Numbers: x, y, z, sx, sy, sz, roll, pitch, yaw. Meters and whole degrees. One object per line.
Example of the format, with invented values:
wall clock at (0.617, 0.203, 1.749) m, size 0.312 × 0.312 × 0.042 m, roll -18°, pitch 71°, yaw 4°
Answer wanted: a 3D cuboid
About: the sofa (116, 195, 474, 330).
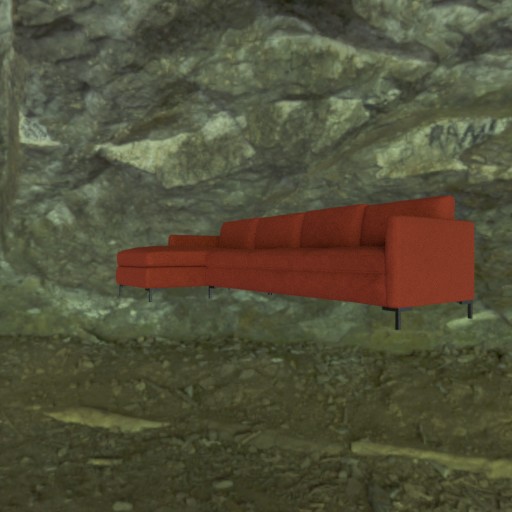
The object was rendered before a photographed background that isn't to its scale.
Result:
sofa at (0.000, 0.000, 3.005) m, size 1.136 × 0.663 × 2.467 m, roll 0°, pitch 0°, yaw -36°
